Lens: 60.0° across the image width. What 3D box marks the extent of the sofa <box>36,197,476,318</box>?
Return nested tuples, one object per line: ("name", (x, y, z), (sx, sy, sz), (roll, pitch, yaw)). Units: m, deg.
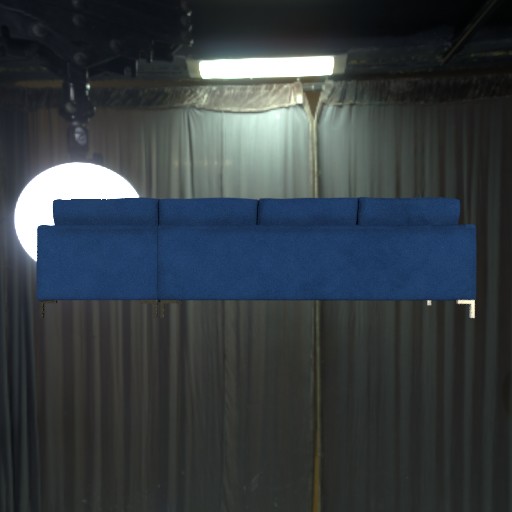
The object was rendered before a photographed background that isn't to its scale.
("sofa", (0.000, 0.000, 3.551), (2.932, 0.810, 1.350), (0, 0, 0))
